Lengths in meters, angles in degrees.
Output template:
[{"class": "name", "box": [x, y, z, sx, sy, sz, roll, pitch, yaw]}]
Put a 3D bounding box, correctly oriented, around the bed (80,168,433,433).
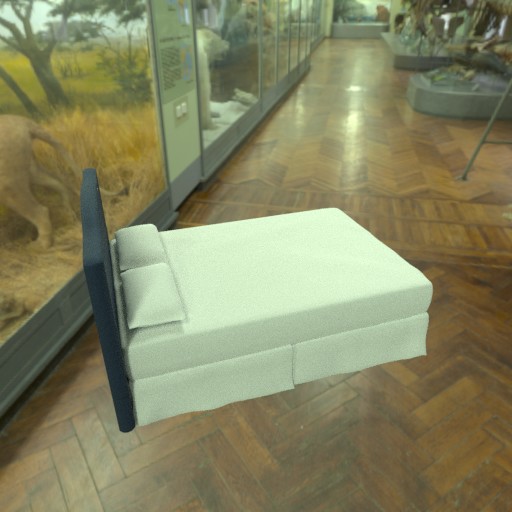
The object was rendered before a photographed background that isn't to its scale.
[{"class": "bed", "box": [0.000, 0.000, 3.686, 2.507, 1.441, 1.741, -10, 31, -16]}]
